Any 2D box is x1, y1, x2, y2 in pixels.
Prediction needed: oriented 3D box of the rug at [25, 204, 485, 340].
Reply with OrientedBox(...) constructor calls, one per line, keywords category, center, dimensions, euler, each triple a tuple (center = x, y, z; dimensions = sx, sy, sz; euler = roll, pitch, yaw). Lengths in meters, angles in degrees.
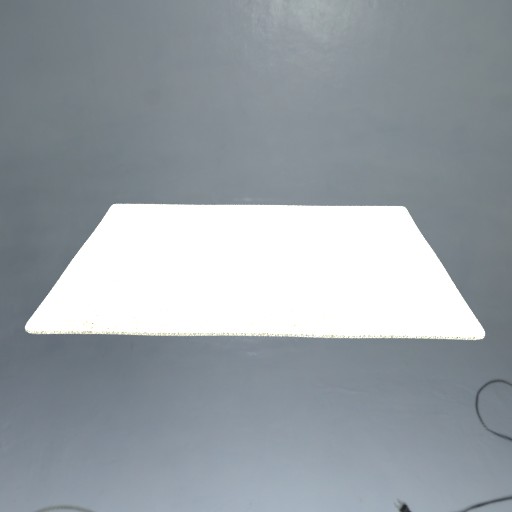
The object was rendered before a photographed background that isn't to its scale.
OrientedBox(category="rug", center=(0.000, 0.000, 3.329), dimensions=(2.698, 0.025, 1.798), euler=(1, 31, 1))
